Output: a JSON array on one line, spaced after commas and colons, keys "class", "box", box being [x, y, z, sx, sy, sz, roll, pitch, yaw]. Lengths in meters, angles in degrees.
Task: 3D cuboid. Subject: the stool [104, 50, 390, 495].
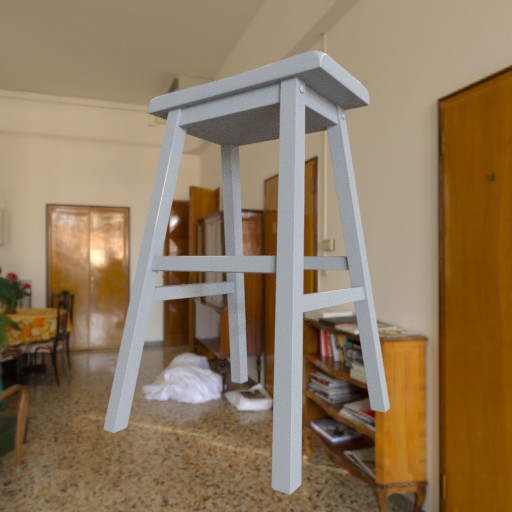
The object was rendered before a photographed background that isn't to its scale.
[{"class": "stool", "box": [0.000, 0.000, 1.007, 0.457, 0.737, 0.476, 0, 0, 35]}]
